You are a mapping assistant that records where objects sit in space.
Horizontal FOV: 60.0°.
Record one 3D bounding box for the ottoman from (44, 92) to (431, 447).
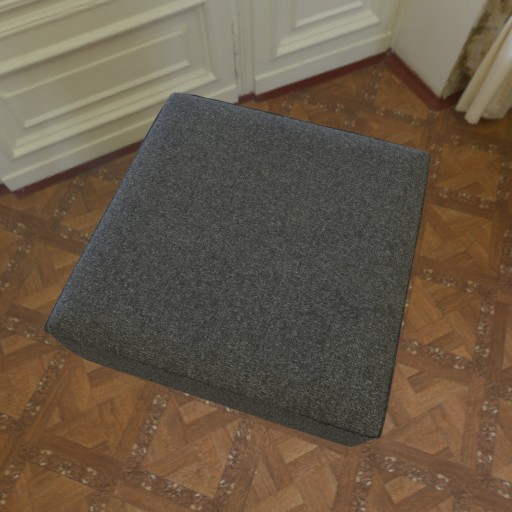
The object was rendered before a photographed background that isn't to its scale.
[{"bbox_3d":[0.000,0.000,1.581,1.017,0.423,1.021,16,65,8],"label":"ottoman"}]
